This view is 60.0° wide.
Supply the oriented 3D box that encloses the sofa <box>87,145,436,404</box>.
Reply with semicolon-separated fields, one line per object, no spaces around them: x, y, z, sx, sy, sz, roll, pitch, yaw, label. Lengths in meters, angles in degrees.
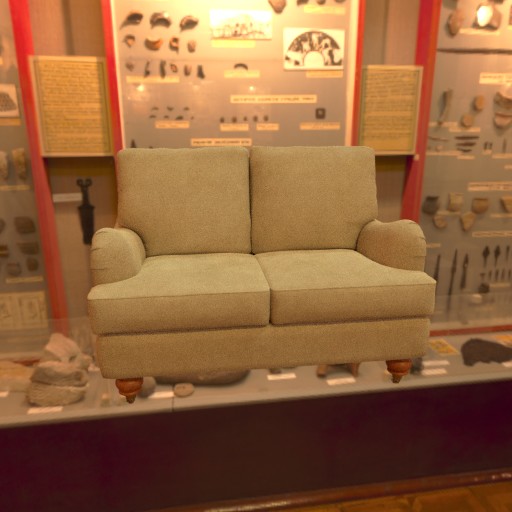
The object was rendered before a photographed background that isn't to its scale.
0.000;0.000;2.288;1.498;1.087;1.086;-2;17;-7;sofa
